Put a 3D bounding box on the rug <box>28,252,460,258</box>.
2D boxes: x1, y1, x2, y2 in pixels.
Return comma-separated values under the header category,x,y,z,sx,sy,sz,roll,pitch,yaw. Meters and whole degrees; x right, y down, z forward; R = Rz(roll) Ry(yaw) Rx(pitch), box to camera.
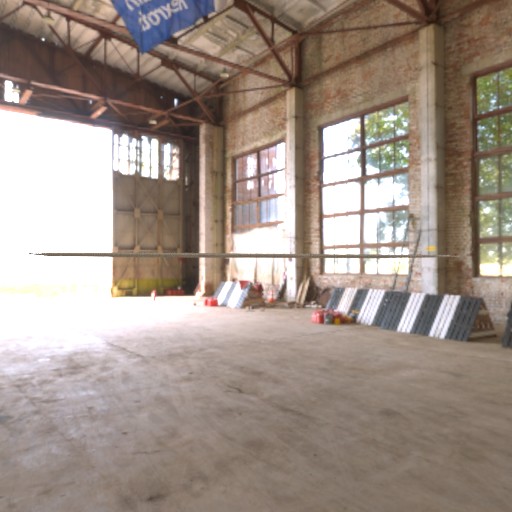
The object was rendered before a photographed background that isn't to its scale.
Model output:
category,x,y,z,sx,sy,sz,roll,pitch,yaw
rug,0.000,0.000,2.778,2.480,0.013,0.786,0,-1,-18
